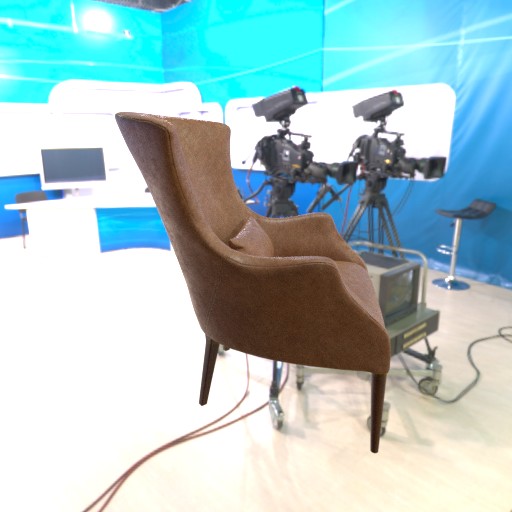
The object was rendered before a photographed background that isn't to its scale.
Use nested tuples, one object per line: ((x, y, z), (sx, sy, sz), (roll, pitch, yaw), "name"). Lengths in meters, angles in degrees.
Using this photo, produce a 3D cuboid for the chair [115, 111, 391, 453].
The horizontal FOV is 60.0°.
((0.000, 0.000, 1.719), (0.955, 1.067, 0.846), (2, 16, 8), "chair")
